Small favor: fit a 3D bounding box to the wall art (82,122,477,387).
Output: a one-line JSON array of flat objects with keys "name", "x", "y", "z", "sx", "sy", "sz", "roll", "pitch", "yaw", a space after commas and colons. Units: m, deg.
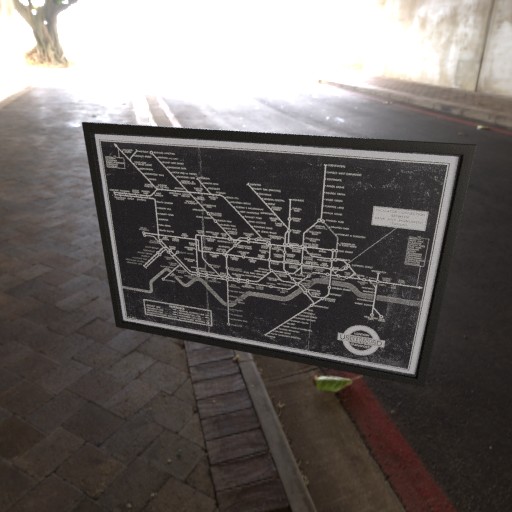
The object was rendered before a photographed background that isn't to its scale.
[{"name": "wall art", "x": 0.000, "y": 0.000, "z": 1.479, "sx": 1.192, "sy": 0.811, "sz": 0.013, "roll": 8, "pitch": 27, "yaw": 15}]
